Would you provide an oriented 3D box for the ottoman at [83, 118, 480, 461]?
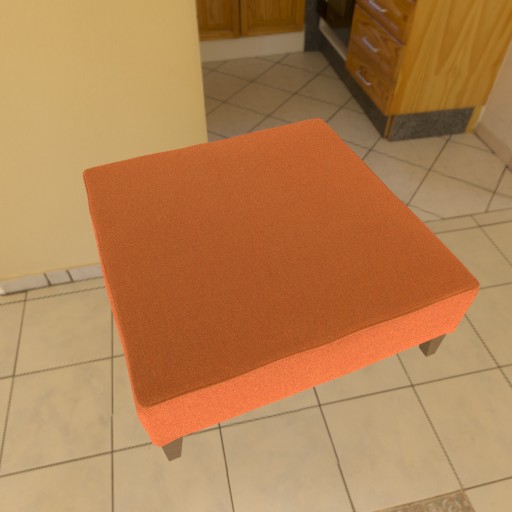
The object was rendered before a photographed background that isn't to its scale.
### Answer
[{"bbox_3d":[0.000,0.000,1.550,0.999,0.438,0.997,-17,49,-15],"label":"ottoman"}]
